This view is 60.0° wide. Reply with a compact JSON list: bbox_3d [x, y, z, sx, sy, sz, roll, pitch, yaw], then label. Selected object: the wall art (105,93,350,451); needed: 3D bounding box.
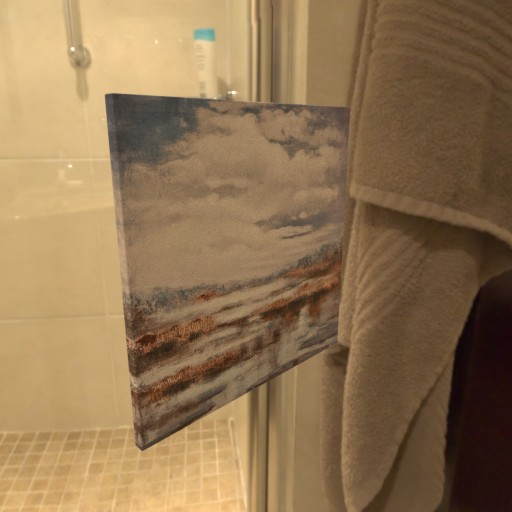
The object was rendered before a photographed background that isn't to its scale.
[{"bbox_3d":[0.000,0.000,1.366,0.888,0.897,0.035,-15,22,-43],"label":"wall art"}]
